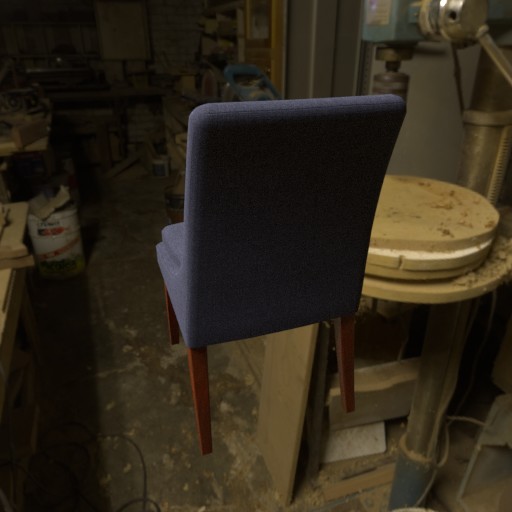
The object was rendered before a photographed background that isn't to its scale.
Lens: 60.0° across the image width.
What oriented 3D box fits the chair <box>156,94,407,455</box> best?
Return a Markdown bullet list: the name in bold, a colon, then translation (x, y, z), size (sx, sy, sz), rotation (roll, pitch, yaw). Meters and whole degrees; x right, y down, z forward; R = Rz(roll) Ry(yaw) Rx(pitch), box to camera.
- **chair**: translation (0.000, 0.000, 1.308), size (0.508, 0.952, 0.655), rotation (-9, 28, -17)
